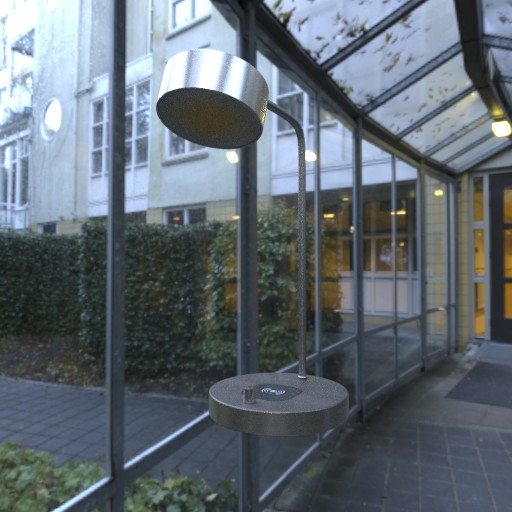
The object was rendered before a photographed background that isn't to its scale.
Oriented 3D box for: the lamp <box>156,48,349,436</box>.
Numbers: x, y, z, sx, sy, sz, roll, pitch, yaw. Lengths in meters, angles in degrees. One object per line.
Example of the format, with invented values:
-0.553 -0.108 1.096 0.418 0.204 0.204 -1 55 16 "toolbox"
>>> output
0.000 0.000 0.630 0.211 0.469 0.334 -1 -1 34 "lamp"
